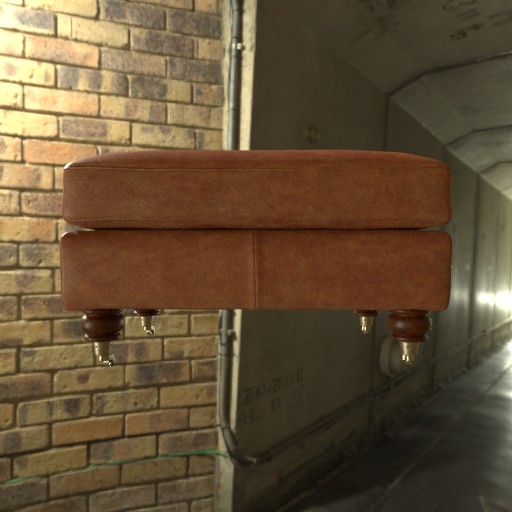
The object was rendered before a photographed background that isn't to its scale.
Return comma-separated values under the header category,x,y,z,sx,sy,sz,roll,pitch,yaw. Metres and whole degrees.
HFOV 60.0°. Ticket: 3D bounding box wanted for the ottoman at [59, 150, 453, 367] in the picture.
category,x,y,z,sx,sy,sz,roll,pitch,yaw
ottoman,0.000,0.000,1.185,0.852,0.507,0.565,0,0,0
